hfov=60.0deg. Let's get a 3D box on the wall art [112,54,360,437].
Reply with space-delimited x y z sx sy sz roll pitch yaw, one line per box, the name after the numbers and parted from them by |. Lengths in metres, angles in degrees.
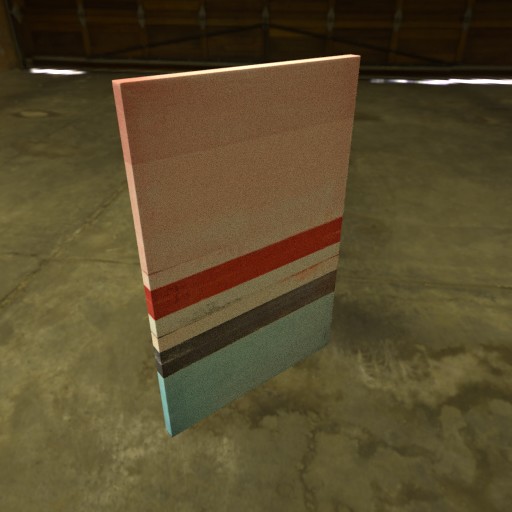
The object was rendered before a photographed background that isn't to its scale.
0.000 0.000 1.151 0.610 0.914 0.038 -22 37 -32 | wall art
